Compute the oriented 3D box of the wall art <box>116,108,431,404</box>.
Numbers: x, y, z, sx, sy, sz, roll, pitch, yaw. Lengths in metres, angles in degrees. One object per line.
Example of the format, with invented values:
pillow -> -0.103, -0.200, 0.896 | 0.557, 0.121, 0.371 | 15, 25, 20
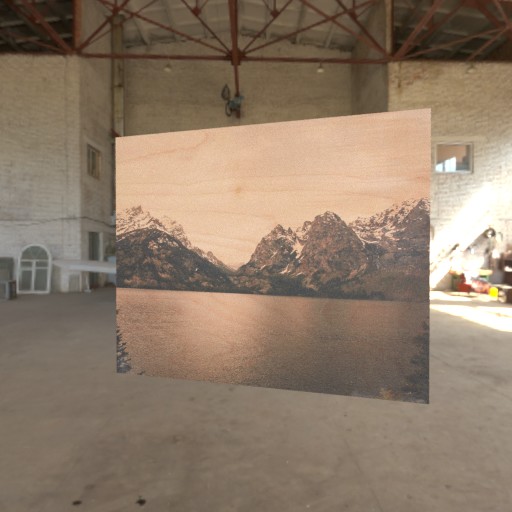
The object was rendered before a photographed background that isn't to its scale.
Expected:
wall art -> 0.000, 0.000, 0.694 | 0.508, 0.408, 0.010 | 0, 1, 18
